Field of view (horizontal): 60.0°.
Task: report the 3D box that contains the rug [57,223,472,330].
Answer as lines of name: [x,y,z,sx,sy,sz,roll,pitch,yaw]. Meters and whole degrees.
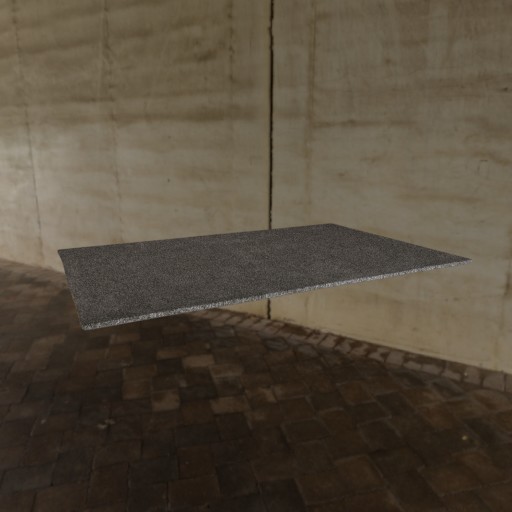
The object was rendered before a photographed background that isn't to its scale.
rug: [0.000,0.000,2.962,2.350,0.025,1.502,-7,16,-26]
